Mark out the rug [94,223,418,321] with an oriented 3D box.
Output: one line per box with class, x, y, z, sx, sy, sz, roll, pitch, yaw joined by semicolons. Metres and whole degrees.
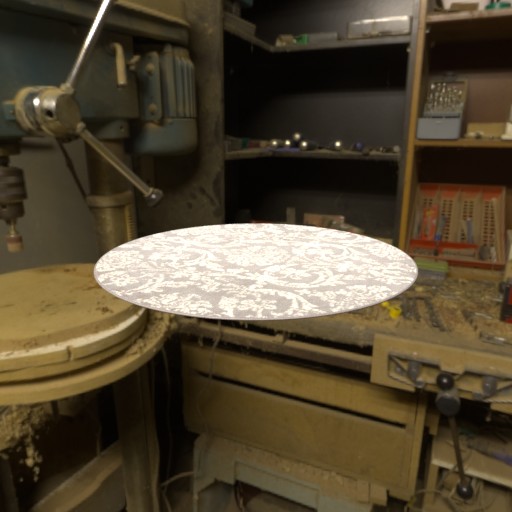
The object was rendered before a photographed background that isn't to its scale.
rug;0.000;0.000;2.306;1.593;0.012;1.593;0;16;0
